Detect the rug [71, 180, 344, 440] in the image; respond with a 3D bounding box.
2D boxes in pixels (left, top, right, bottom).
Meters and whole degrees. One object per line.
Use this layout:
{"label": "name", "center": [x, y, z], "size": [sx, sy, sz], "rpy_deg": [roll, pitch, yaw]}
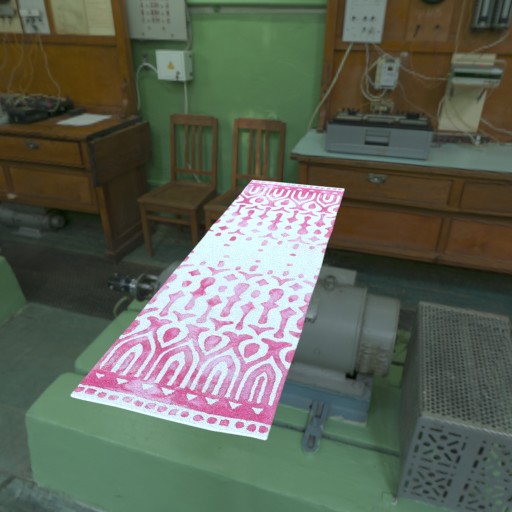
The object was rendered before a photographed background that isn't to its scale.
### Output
{"label": "rug", "center": [0.000, 0.000, 2.627], "size": [0.787, 0.011, 2.458], "rpy_deg": [8, 31, 14]}
